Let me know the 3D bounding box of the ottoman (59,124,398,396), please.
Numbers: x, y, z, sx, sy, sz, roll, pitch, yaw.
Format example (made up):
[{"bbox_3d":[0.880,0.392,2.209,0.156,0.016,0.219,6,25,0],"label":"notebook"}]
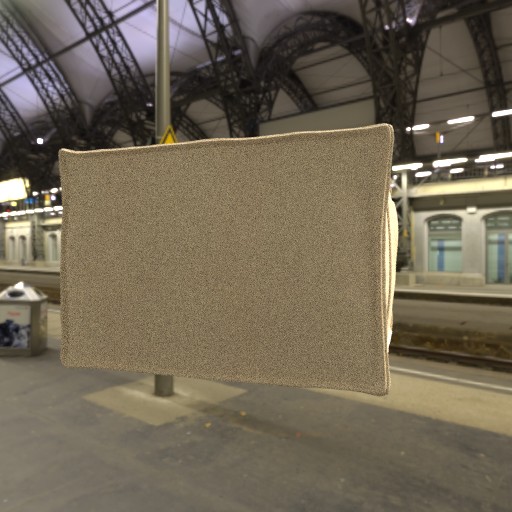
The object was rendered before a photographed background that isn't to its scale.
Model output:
[{"bbox_3d":[0.000,0.000,1.141,0.696,0.470,0.707,0,1,17],"label":"ottoman"}]
